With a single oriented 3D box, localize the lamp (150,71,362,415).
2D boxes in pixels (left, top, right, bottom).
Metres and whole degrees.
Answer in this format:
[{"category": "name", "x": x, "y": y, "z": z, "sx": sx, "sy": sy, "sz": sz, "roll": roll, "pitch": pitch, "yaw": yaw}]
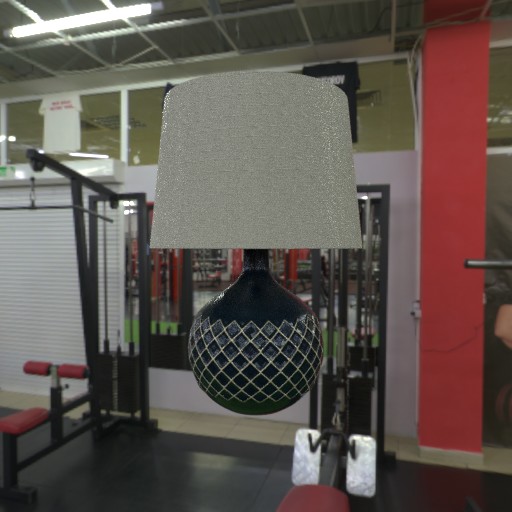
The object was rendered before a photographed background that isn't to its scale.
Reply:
[{"category": "lamp", "x": 0.000, "y": 0.000, "z": 0.805, "sx": 0.376, "sy": 0.540, "sz": 0.376, "roll": 0, "pitch": 1, "yaw": 0}]
